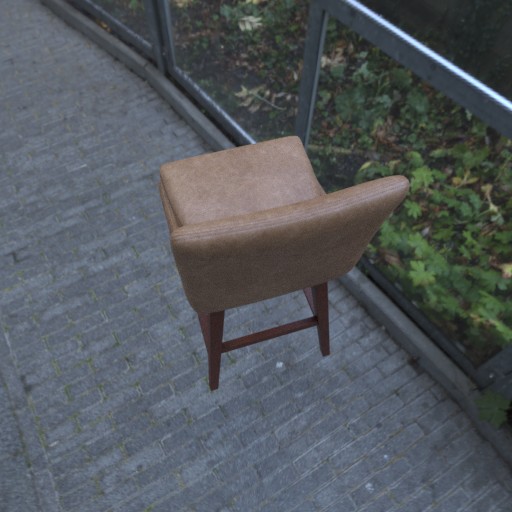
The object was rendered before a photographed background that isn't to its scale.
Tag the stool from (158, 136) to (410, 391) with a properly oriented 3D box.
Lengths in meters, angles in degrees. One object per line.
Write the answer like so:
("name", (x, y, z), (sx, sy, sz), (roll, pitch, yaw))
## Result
("stool", (0.000, 0.000, 1.373), (0.487, 1.079, 0.572), (-15, 59, -9))
